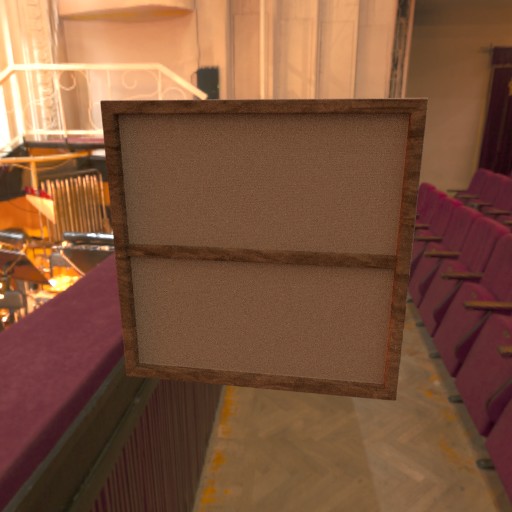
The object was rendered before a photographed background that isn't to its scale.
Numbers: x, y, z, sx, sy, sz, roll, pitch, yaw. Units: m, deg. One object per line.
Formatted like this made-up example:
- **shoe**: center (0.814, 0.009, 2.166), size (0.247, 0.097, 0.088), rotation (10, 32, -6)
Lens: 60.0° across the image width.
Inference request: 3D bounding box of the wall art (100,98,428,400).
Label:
- **wall art**: center (0.000, 0.000, 1.120), size (0.747, 0.747, 0.035), rotation (3, 17, 9)
